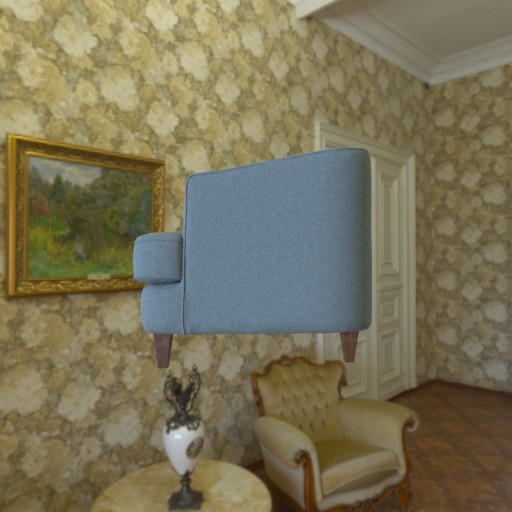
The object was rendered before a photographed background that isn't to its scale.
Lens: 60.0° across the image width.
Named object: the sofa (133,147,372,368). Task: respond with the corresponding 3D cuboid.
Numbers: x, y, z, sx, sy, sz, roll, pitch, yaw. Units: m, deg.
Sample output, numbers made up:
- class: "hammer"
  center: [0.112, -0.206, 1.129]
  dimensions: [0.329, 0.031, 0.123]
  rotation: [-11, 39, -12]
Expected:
- class: "sofa"
  center: [0.000, 0.000, 2.700]
  dimensions: [0.941, 0.855, 2.278]
  rotation: [0, -1, -1]
